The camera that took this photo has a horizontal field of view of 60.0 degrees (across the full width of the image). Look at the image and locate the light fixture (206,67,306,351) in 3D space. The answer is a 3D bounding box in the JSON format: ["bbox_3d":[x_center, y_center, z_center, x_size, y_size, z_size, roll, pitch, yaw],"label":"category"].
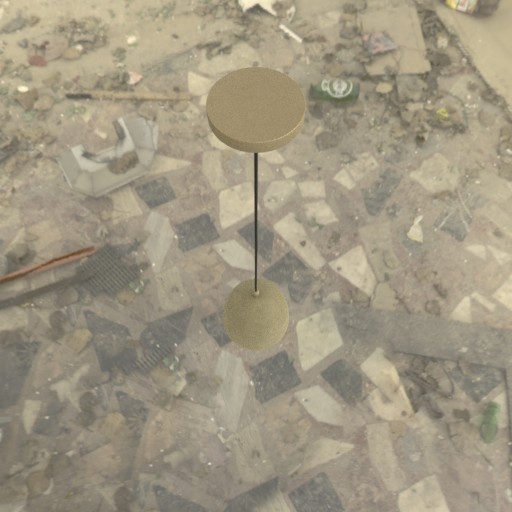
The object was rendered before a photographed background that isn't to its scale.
[{"bbox_3d":[0.000,0.000,0.809,0.170,0.759,0.170,-1,65,0],"label":"light fixture"}]
